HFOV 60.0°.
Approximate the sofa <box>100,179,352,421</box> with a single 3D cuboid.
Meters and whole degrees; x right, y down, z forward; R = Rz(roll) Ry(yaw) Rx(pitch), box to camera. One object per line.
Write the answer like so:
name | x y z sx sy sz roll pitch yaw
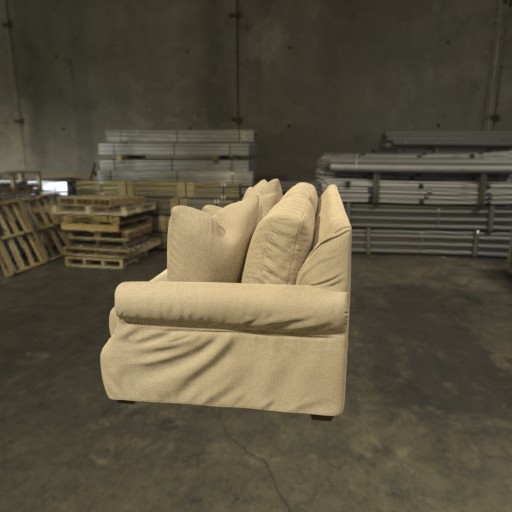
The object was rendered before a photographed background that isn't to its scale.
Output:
sofa | 0.000 0.000 2.805 1.067 0.904 2.285 2 13 8
